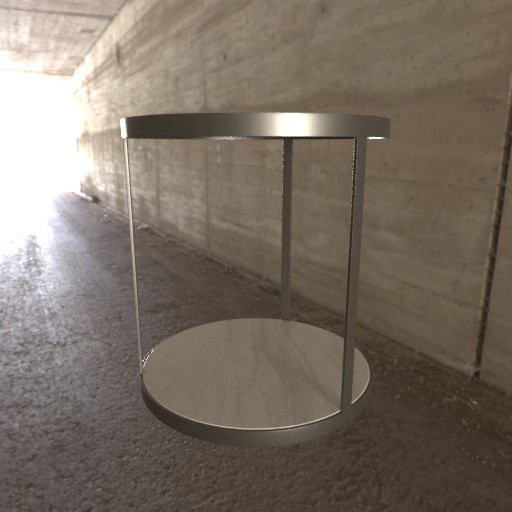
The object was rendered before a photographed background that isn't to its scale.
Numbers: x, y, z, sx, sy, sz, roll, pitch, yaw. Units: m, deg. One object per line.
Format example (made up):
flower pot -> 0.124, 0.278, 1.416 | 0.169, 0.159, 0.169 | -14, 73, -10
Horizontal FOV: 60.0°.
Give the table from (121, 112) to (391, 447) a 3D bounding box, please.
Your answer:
table -> 0.000, 0.000, 0.820 | 0.445, 0.479, 0.445 | 0, 14, 0
